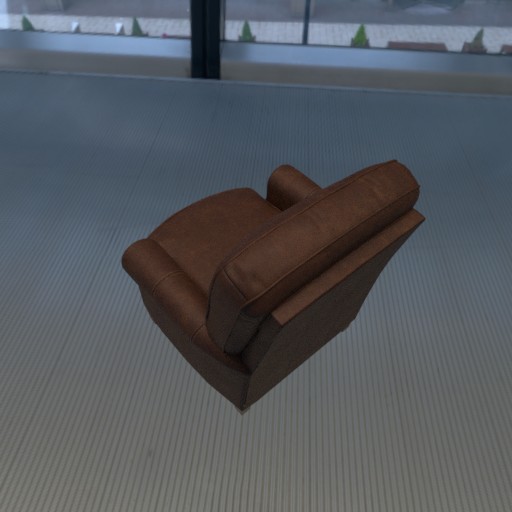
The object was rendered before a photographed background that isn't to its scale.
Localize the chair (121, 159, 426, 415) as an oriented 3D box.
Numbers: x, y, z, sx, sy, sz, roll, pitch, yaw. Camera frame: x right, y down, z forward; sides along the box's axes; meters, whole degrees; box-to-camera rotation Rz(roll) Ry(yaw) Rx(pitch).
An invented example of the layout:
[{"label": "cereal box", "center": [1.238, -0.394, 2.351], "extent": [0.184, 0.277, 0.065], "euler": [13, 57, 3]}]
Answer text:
[{"label": "chair", "center": [0.000, 0.000, 1.851], "extent": [0.936, 1.018, 0.986], "euler": [-32, 54, -27]}]
